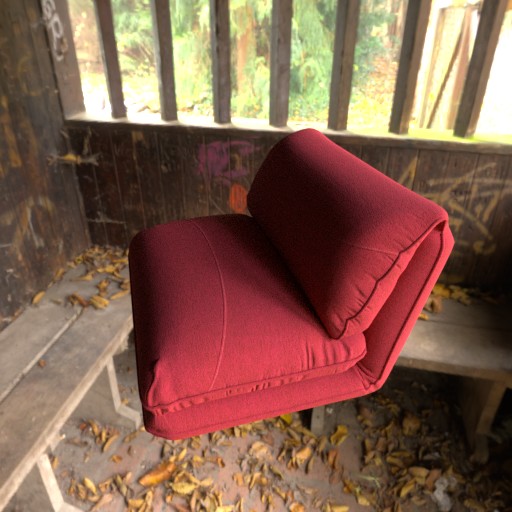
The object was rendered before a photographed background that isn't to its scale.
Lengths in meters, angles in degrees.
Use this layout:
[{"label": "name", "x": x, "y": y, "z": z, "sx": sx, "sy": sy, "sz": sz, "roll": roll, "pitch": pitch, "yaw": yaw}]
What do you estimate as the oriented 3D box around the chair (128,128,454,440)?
[{"label": "chair", "x": 0.000, "y": 0.000, "z": 1.362, "sx": 0.780, "sy": 0.580, "sz": 0.820, "roll": -8, "pitch": 31, "yaw": -14}]
